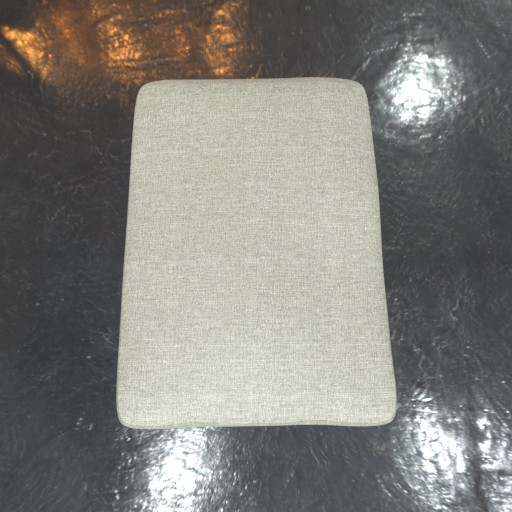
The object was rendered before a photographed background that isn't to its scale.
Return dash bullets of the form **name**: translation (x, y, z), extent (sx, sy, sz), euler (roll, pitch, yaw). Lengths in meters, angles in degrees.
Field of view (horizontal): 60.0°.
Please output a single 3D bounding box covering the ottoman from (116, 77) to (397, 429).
- **ottoman**: translation (0.000, 0.000, 1.243), extent (0.639, 0.494, 0.873), euler (-1, 74, 0)
